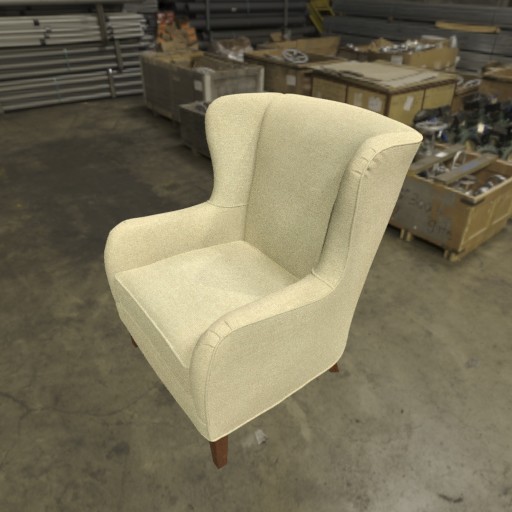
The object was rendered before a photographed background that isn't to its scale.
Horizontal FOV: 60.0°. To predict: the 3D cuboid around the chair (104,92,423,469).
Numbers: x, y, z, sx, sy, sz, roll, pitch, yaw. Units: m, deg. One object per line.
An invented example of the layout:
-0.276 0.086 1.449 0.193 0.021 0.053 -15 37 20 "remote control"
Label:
0.000 0.000 1.722 0.966 1.040 0.838 -21 38 -29 "chair"
